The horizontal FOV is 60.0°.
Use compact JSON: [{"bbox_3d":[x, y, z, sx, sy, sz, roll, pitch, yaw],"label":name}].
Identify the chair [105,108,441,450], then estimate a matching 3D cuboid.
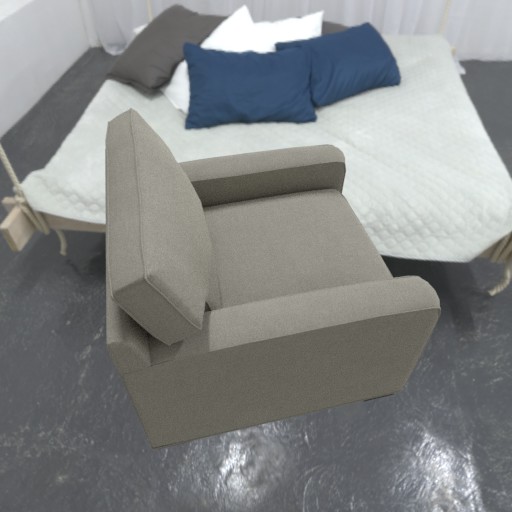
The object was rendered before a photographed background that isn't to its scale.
[{"bbox_3d":[0.000,0.000,1.769,1.044,0.934,0.999,-10,47,-9],"label":"chair"}]
